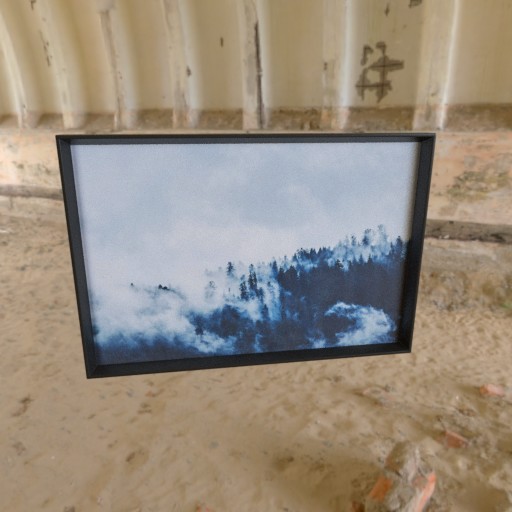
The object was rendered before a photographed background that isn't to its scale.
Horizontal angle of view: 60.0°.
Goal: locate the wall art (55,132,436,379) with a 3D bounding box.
[{"bbox_3d":[0.000,0.000,1.203,0.939,0.640,0.058,-3,17,-8],"label":"wall art"}]
